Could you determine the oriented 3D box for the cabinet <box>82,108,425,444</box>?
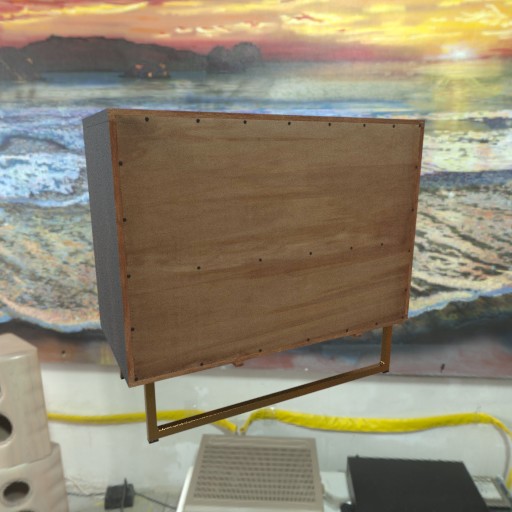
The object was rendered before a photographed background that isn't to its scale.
[{"bbox_3d":[0.000,0.000,1.459,0.950,0.860,0.451,-7,16,-27],"label":"cabinet"}]
